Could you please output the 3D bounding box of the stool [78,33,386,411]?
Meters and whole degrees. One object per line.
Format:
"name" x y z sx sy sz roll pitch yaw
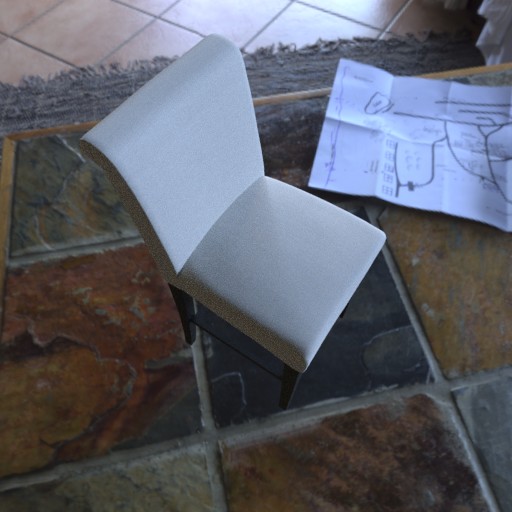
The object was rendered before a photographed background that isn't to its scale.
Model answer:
"stool" 0.000 0.000 1.305 0.597 0.976 0.452 30 63 17
